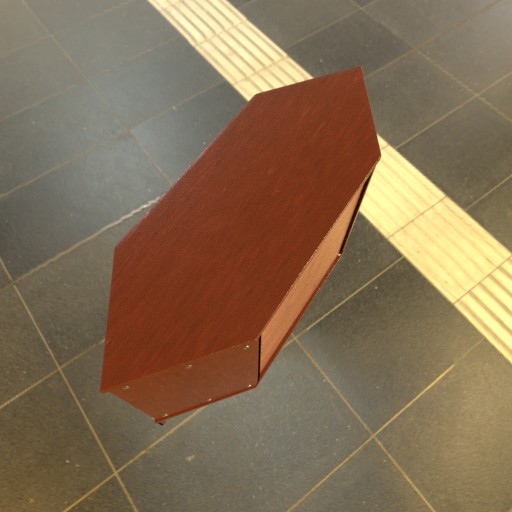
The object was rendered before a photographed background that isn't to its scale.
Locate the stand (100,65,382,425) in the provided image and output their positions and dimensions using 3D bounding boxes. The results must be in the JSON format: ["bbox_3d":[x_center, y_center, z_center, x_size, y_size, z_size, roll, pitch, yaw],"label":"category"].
[{"bbox_3d":[0.000,0.000,1.319,0.381,0.614,1.072,31,67,14],"label":"stand"}]
